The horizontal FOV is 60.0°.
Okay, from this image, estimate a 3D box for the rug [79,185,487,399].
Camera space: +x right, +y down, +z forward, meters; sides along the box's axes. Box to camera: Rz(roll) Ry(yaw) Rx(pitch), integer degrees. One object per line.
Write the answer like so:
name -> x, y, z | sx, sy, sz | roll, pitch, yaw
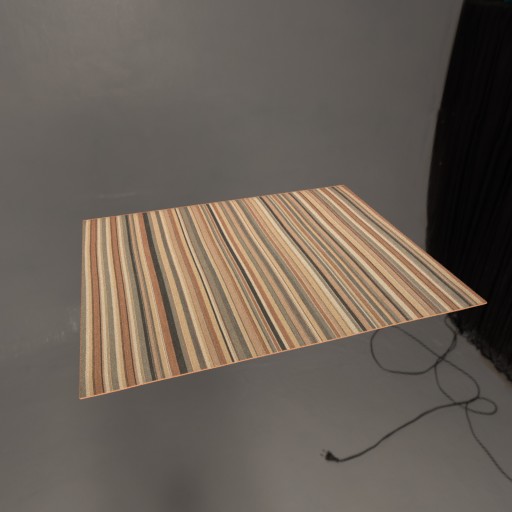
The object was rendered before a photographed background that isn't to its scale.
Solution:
rug -> 0.000, 0.000, 4.068 | 3.045, 0.011, 2.436 | -10, 34, -15
